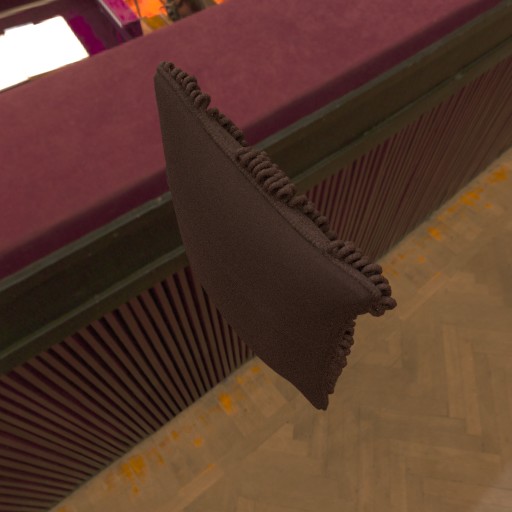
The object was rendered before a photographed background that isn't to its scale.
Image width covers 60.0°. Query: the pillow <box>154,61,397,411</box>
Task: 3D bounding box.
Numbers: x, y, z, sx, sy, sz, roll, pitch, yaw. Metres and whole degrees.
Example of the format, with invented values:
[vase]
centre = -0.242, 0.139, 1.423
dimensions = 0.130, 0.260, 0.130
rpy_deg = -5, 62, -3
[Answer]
[pillow]
centre = 0.000, 0.000, 0.725
dimensions = 0.172, 0.467, 0.470
rpy_deg = -32, 64, -17
